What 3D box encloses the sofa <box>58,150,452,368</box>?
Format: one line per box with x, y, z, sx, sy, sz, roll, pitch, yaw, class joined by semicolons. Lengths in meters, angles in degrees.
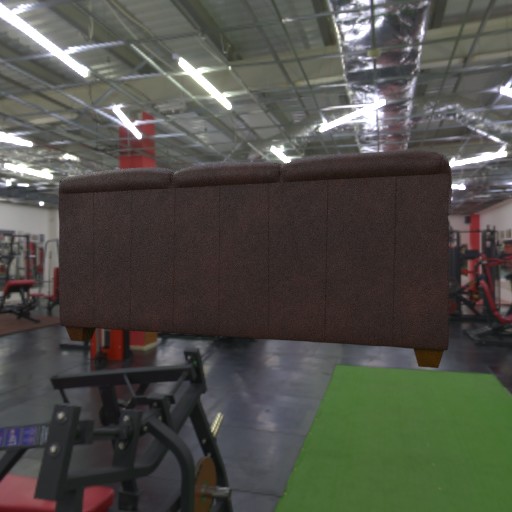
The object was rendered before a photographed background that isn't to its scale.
0.000;0.000;2.600;2.039;0.953;1.008;0;0;19;sofa
